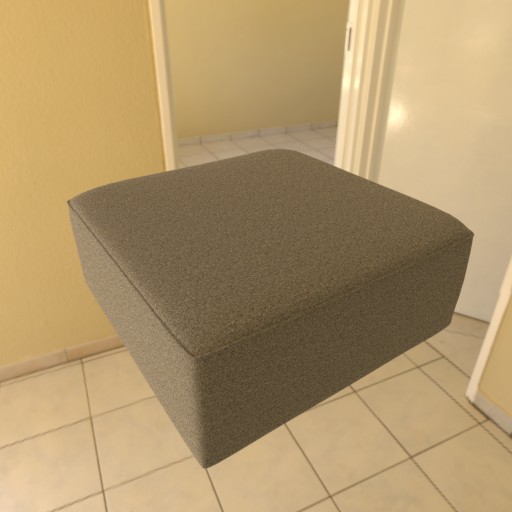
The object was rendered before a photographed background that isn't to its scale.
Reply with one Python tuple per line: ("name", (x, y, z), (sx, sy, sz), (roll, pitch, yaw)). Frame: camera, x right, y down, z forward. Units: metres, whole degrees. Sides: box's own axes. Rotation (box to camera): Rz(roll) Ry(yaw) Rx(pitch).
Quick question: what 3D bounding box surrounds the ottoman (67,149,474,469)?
("ottoman", (0.000, 0.000, 1.576), (1.005, 0.464, 1.015), (-19, 36, -29))
